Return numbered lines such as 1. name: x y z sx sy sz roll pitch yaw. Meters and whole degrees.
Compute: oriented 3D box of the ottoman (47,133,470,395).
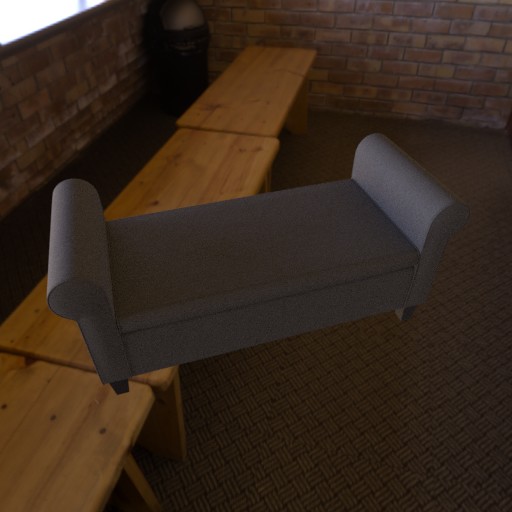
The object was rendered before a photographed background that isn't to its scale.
1. ottoman: 0.000 0.000 1.570 1.256 0.547 0.521 -12 42 -13
